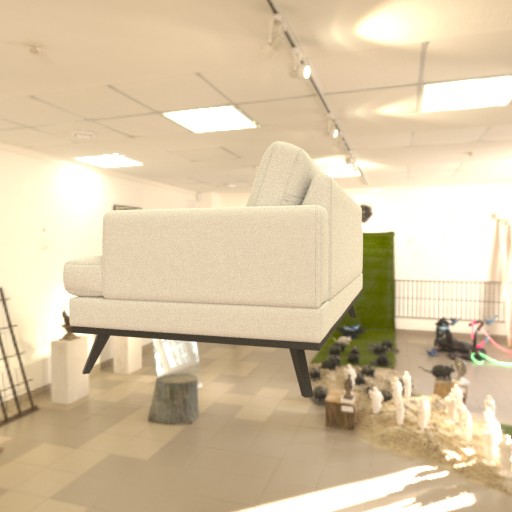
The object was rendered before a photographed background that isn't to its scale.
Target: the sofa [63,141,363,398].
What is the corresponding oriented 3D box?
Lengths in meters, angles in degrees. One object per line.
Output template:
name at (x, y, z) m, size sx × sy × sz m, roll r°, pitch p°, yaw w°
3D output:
sofa at (0.000, 0.000, 2.185) m, size 0.920 × 0.810 × 1.650 m, roll 0°, pitch 2°, yaw 18°
